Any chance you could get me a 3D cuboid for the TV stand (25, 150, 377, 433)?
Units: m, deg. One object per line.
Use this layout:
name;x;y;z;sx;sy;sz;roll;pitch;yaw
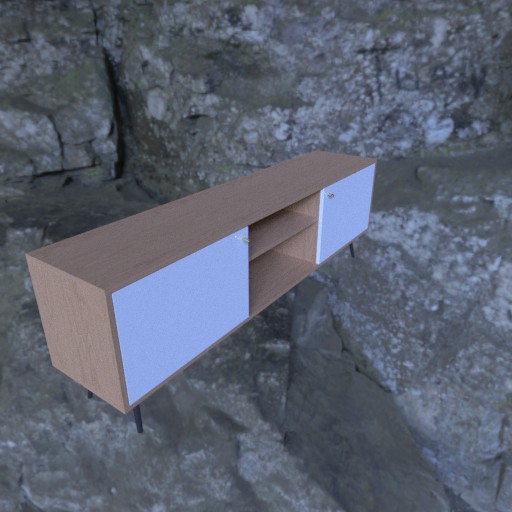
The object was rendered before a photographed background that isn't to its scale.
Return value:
TV stand;0.000;0.000;1.964;0.400;0.580;1.760;17;30;32
